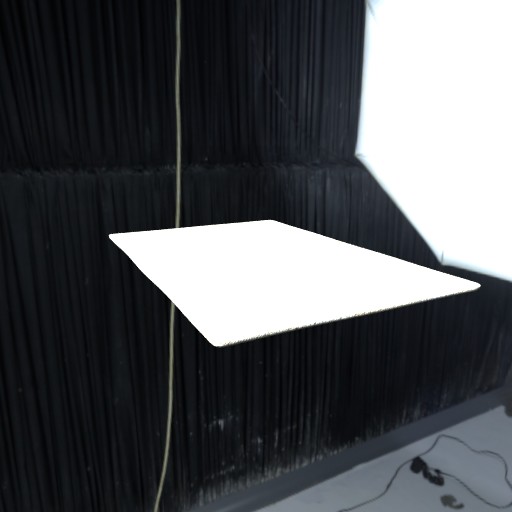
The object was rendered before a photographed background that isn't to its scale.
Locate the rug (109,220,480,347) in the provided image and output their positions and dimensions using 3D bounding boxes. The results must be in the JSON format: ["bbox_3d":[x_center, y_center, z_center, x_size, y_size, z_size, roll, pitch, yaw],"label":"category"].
[{"bbox_3d":[0.000,0.000,3.508,1.798,0.025,2.698,-7,16,-26],"label":"rug"}]
